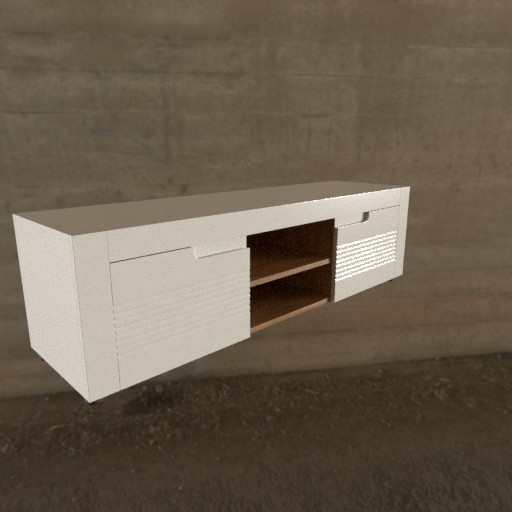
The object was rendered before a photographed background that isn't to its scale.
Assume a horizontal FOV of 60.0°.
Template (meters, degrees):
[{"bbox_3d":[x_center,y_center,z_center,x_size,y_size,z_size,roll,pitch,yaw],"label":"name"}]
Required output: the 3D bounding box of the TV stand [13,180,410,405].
[{"bbox_3d":[0.000,0.000,1.658,1.500,0.440,0.410,-14,20,-42],"label":"TV stand"}]
